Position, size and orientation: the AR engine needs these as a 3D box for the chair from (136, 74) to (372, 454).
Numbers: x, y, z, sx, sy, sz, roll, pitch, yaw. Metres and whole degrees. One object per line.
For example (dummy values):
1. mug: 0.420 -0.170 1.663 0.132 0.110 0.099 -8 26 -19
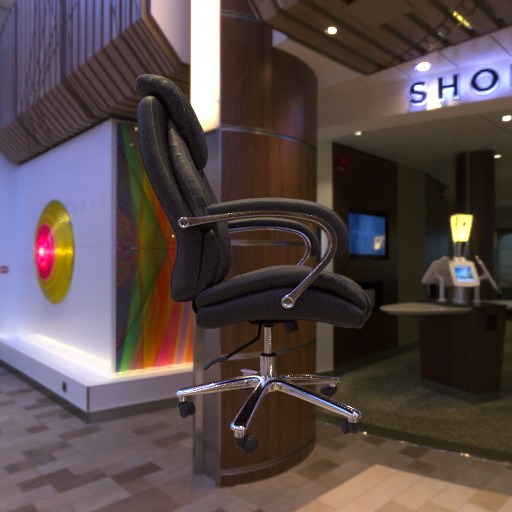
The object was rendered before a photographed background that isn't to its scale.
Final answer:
1. chair: 0.000 0.000 1.648 0.790 1.183 0.755 0 0 1
